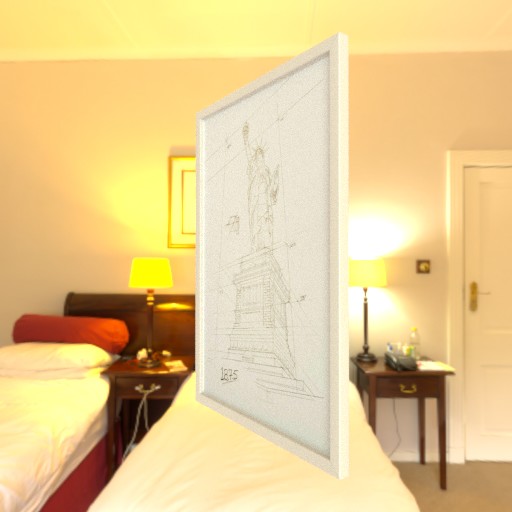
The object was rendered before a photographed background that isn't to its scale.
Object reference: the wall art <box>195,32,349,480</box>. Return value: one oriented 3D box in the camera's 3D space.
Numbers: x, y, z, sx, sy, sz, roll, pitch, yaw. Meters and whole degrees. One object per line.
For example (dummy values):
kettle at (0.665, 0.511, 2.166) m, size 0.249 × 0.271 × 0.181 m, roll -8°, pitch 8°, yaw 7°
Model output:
wall art at (0.000, 0.000, 1.505) m, size 0.038 × 1.183 × 0.808 m, roll 0°, pitch -1°, yaw -36°
